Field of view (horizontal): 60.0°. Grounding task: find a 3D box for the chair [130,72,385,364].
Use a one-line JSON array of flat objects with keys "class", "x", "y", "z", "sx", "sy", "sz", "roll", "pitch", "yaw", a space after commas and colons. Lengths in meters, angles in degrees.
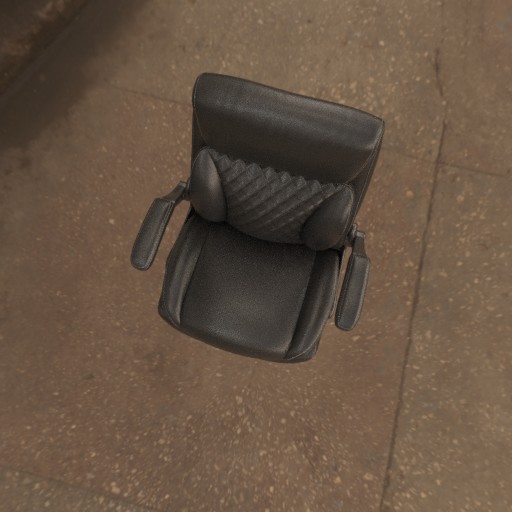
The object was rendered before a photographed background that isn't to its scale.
[{"class": "chair", "x": 0.000, "y": 0.000, "z": 1.649, "sx": 0.782, "sy": 1.110, "sz": 0.724, "roll": 16, "pitch": 77, "yaw": 4}]
